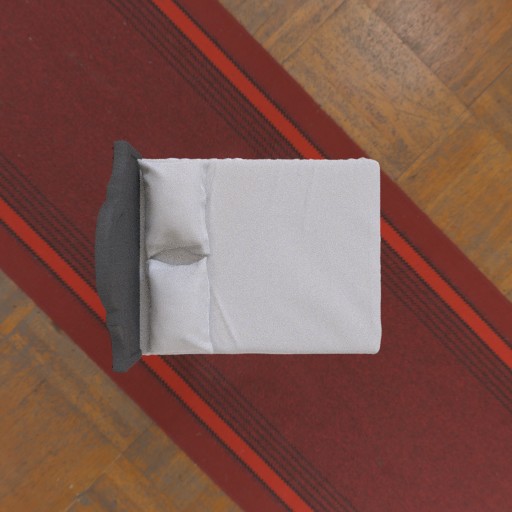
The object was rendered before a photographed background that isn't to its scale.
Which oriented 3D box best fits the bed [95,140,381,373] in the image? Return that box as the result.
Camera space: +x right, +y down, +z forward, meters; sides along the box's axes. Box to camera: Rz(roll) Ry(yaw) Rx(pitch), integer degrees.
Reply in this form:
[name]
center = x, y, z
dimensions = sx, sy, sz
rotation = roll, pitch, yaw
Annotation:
[bed]
center = 0.000, 0.000, 3.457
dimensions = 2.222, 1.634, 1.780
rotation = 0, 90, -1
